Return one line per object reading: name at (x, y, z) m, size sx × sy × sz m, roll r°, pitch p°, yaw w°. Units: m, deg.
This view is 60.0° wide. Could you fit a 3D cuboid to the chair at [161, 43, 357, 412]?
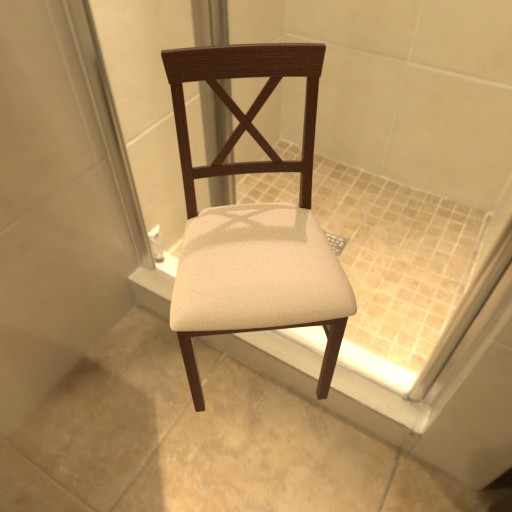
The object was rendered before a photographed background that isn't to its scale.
chair at (0.000, 0.000, 1.182) m, size 0.440 × 0.913 × 0.480 m, roll -4°, pitch 47°, yaw -4°
